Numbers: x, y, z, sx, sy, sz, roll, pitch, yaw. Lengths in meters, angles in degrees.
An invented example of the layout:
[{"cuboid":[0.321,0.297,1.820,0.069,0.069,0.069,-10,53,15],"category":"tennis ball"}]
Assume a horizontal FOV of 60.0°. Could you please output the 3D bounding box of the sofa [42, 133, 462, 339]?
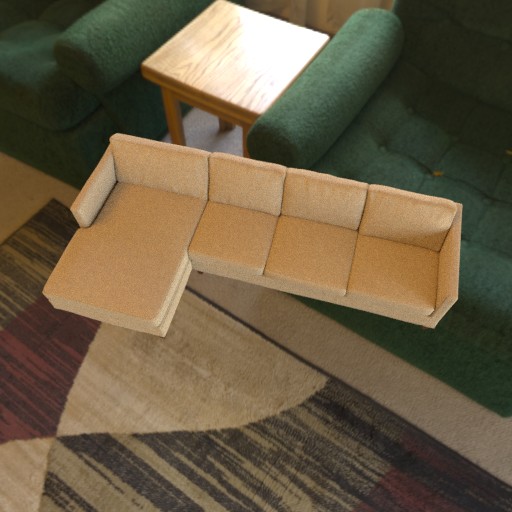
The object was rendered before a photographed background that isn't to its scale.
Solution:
[{"cuboid":[0.000,0.000,3.756,3.186,0.846,1.625,13,60,8],"category":"sofa"}]
